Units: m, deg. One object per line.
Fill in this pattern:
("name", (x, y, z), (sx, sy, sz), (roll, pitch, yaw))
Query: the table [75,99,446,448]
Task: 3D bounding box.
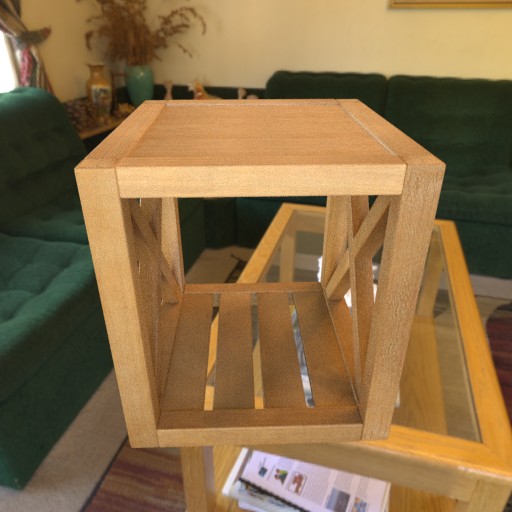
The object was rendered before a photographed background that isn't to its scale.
("table", (0.000, 0.000, 1.039), (0.558, 0.610, 0.559), (-1, 29, -2))
